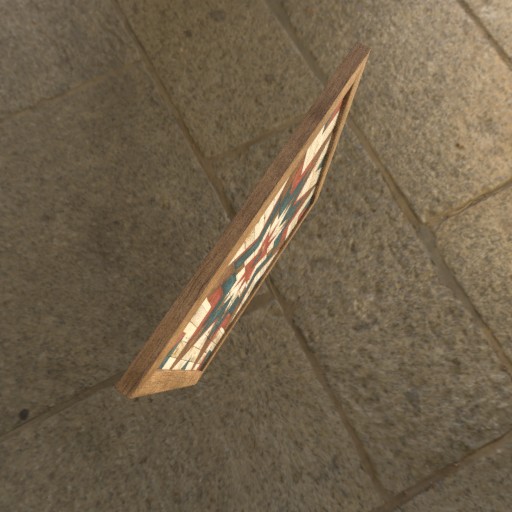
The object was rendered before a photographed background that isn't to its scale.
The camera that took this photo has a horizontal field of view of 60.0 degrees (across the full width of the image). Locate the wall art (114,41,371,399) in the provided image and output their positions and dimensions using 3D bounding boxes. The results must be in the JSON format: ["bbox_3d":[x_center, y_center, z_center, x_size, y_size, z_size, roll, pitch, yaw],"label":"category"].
[{"bbox_3d":[0.000,0.000,1.034,0.029,0.691,0.695,32,78,8],"label":"wall art"}]
